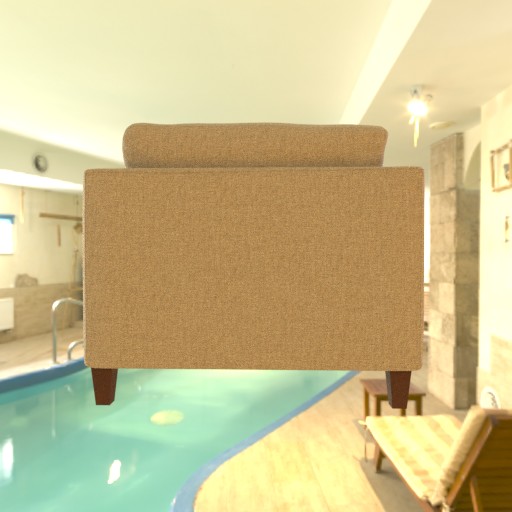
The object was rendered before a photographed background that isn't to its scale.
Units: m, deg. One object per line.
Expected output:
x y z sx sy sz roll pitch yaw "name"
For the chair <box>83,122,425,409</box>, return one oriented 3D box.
0.000 0.000 1.856 1.107 0.961 0.959 0 1 2 "chair"
